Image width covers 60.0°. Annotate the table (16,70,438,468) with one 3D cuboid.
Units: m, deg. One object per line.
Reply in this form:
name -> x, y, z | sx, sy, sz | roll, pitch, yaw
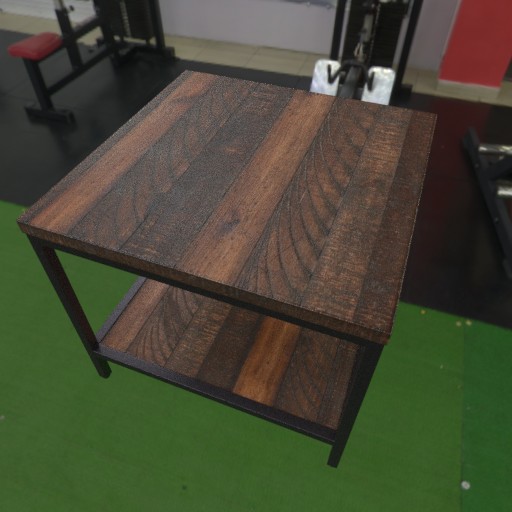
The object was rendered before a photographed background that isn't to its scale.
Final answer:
table -> 0.000, 0.000, 0.937 | 0.553, 0.482, 0.548 | 16, 49, 14
